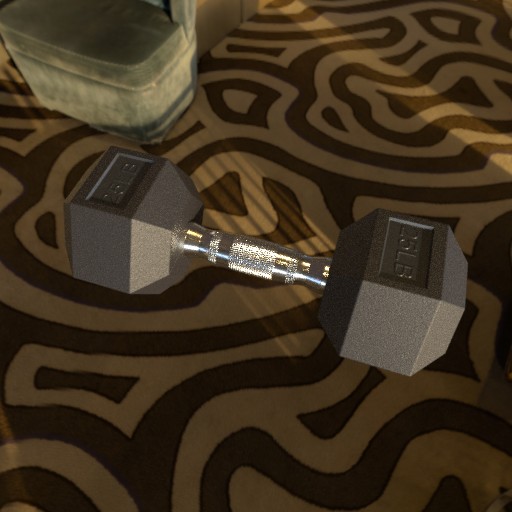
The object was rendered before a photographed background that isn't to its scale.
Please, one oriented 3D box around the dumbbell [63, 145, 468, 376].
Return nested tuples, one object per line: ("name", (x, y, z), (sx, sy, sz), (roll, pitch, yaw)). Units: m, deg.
("dumbbell", (0.000, 0.000, 0.371), (0.315, 0.113, 0.129), (15, 58, 10))
